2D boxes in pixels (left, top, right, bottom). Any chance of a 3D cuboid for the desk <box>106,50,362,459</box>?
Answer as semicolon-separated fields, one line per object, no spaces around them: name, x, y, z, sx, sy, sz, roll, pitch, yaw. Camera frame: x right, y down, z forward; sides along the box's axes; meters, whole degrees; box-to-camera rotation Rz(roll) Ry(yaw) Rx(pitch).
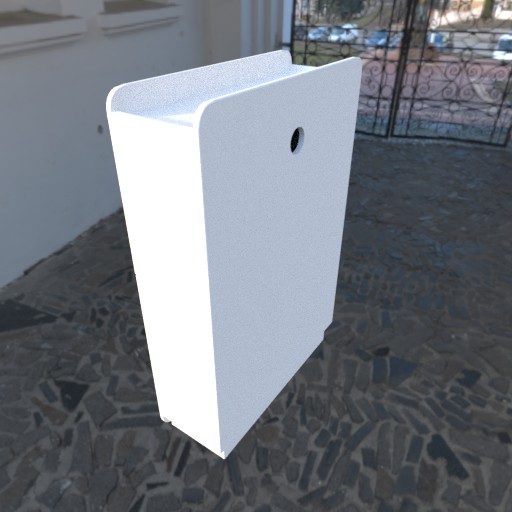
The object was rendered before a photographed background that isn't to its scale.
desk;0.000;0.000;1.508;0.278;1.190;0.795;20;38;29
